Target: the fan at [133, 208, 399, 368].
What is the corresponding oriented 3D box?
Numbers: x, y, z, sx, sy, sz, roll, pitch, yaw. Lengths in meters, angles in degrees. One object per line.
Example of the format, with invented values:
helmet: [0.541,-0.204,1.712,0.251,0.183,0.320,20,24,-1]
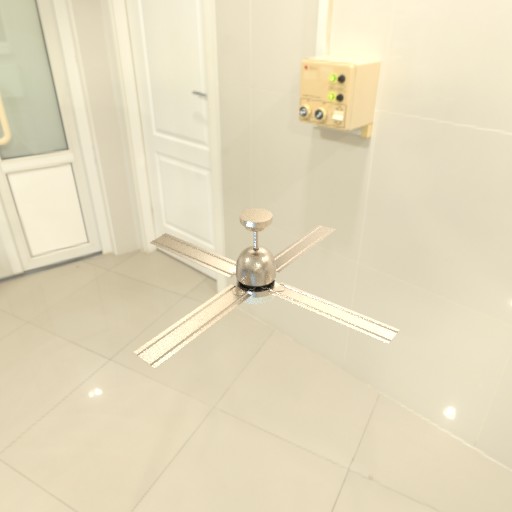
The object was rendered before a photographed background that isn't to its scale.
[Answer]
fan: [0.000,0.000,2.003,1.346,0.406,1.346,20,36,30]
